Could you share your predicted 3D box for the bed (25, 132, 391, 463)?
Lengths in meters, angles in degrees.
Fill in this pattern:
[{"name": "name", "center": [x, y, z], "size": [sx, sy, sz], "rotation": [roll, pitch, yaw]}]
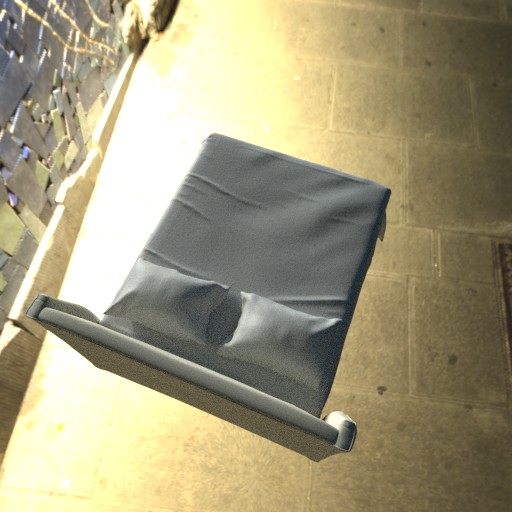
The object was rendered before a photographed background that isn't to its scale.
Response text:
[{"name": "bed", "center": [0.000, 0.000, 3.359], "size": [1.925, 1.332, 2.276], "rotation": [20, 65, 10]}]
